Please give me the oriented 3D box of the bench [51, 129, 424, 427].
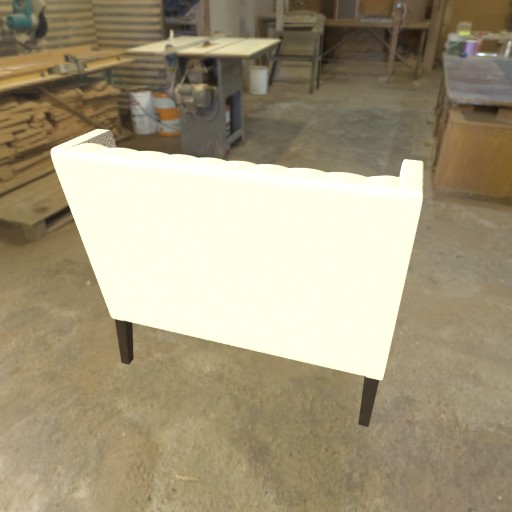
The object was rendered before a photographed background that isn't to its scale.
[{"bbox_3d":[0.000,0.000,2.015,1.280,1.123,0.847,10,32,16],"label":"bench"}]
